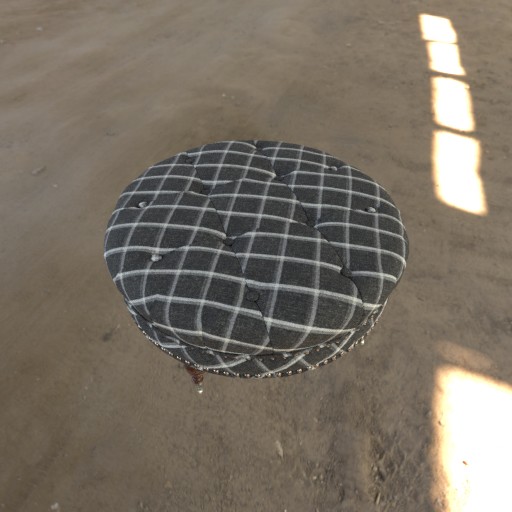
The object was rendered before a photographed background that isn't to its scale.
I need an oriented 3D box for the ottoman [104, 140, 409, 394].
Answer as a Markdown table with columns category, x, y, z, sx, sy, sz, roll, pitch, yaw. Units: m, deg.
| category | x | y | z | sx | sy | sz | roll | pitch | yaw |
| --- | --- | --- | --- | --- | --- | --- | --- | --- | --- |
| ottoman | 0.000 | 0.000 | 1.426 | 0.901 | 0.439 | 0.901 | 0 | 42 | 0 |
